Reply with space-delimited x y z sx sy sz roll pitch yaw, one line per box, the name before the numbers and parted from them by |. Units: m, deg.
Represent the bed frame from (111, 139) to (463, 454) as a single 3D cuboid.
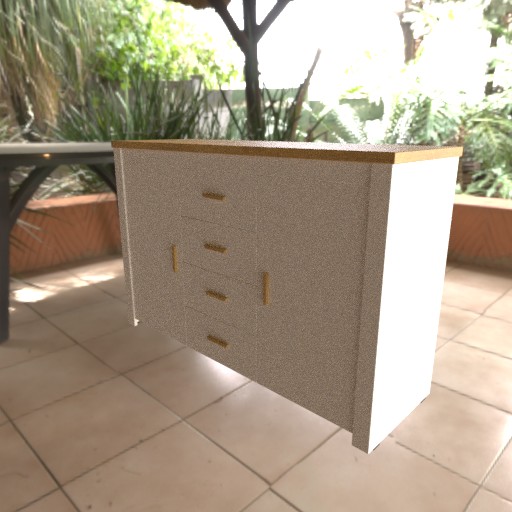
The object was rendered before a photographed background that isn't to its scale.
bed frame | 0.000 0.000 1.723 1.300 0.850 0.430 15 22 42
